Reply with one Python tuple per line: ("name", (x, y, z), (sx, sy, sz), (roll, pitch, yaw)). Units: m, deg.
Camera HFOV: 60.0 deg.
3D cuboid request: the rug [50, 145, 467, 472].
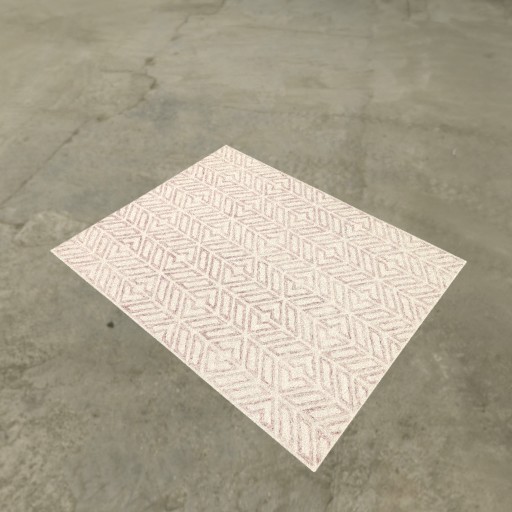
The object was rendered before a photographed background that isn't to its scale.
("rug", (0.000, 0.000, 4.134), (3.045, 0.008, 2.421), (32, 54, 27))
